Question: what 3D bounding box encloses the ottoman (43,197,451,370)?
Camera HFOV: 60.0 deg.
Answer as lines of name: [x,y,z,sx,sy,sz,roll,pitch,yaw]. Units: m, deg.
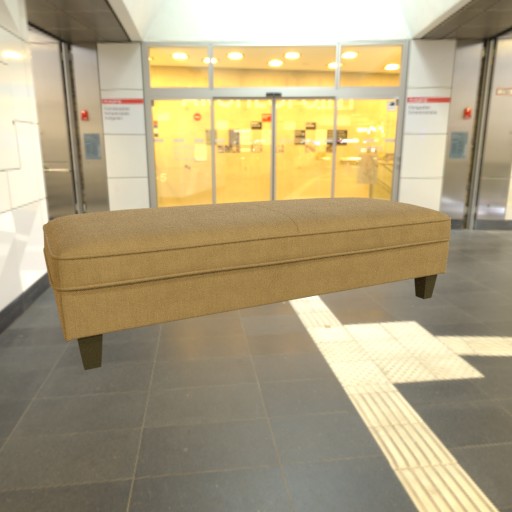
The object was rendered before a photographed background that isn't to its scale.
ottoman: [0.000,0.000,2.061,1.764,0.470,0.751,-7,15,-26]
